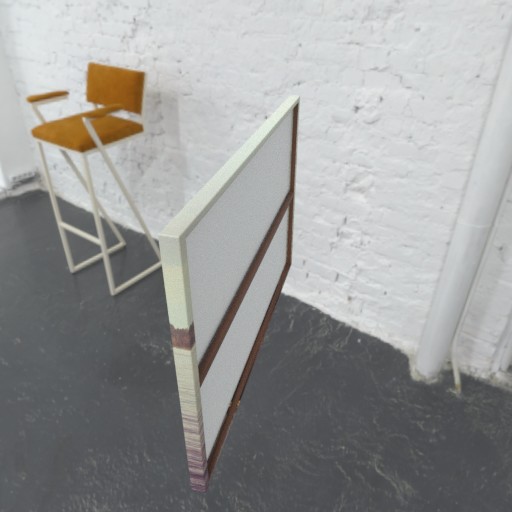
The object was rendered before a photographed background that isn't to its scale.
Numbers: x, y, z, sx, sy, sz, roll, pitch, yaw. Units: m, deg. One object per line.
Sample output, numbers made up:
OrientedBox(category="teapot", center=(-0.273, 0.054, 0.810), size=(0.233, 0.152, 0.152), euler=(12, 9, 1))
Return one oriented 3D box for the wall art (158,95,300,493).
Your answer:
OrientedBox(category="wall art", center=(0.000, 0.000, 1.428), size=(0.040, 0.765, 1.149), euler=(8, 33, 13))
